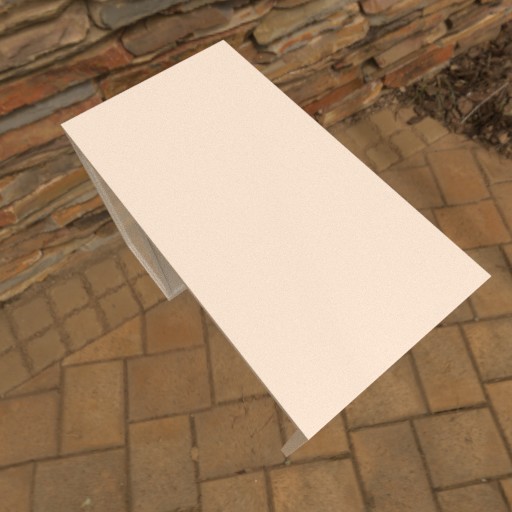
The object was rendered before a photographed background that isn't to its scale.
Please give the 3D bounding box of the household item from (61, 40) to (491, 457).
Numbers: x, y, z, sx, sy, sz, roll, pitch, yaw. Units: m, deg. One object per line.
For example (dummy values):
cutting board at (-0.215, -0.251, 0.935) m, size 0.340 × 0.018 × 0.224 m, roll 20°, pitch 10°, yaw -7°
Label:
household item at (0.000, 0.000, 1.528) m, size 0.597 × 0.749 × 1.100 m, roll -35°, pitch 68°, yaw -16°
